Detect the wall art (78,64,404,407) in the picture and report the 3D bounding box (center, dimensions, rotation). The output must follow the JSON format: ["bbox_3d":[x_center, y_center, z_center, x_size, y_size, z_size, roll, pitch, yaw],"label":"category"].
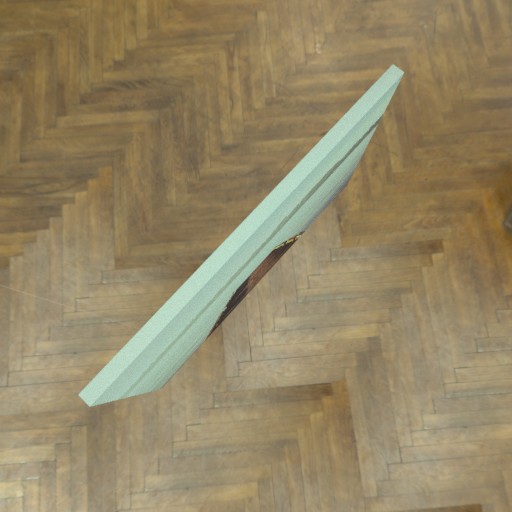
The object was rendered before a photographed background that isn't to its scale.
[{"bbox_3d":[0.000,0.000,1.460,0.040,0.765,1.149,41,80,9],"label":"wall art"}]
